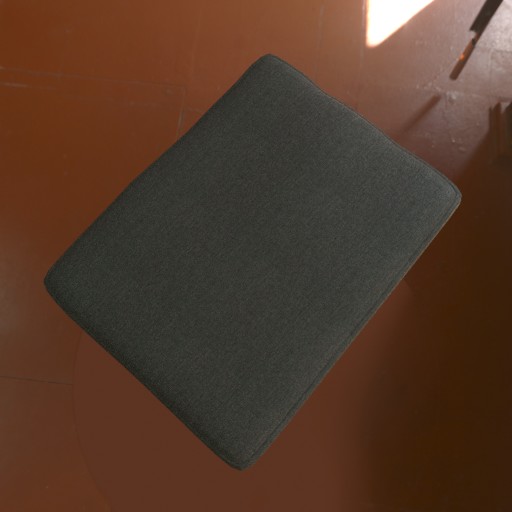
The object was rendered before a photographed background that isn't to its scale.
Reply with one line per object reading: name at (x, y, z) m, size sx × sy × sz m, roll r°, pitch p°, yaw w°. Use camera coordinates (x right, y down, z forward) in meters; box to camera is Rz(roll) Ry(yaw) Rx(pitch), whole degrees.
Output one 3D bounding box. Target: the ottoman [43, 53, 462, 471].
ottoman at (0.000, 0.000, 1.199) m, size 0.639 × 0.496 × 0.826 m, roll 40°, pitch 79°, yaw 9°
